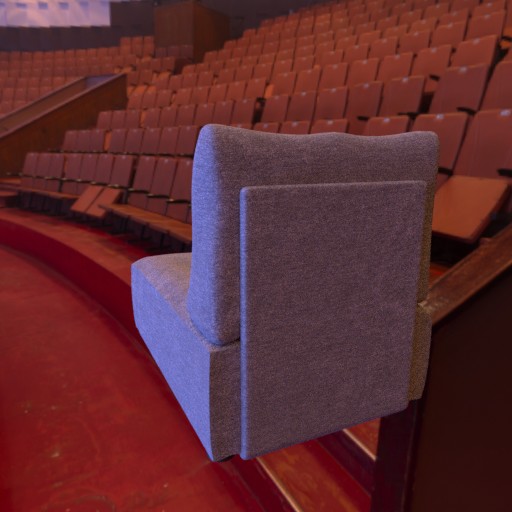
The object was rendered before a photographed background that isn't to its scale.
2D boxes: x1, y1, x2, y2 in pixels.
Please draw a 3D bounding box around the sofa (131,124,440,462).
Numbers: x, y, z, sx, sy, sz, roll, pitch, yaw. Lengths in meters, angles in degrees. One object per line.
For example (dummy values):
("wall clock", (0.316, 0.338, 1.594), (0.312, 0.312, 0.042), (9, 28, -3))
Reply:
("sofa", (0.000, 0.000, 1.548), (0.700, 0.820, 1.000), (-6, 14, -25))
